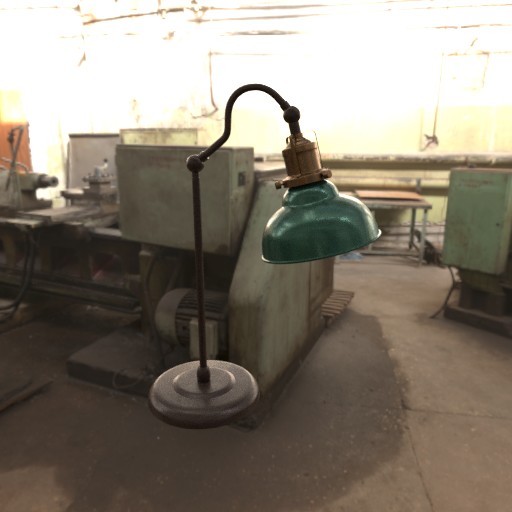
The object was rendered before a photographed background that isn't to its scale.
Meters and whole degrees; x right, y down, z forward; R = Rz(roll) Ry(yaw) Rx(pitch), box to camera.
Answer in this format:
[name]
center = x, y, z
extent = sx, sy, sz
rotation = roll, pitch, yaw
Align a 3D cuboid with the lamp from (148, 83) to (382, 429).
[lamp]
center = 0.000, 0.000, 0.694
extent = 0.374, 0.508, 0.192
rotation = 3, 14, 10
